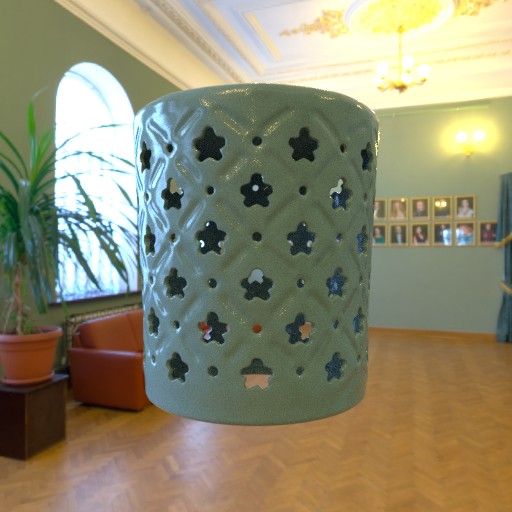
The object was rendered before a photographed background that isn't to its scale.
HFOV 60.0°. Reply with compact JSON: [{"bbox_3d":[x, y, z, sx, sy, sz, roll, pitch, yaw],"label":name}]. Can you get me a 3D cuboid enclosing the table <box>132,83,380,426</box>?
[{"bbox_3d":[0.000,0.000,0.654,0.352,0.387,0.352,0,0,0],"label":"table"}]
